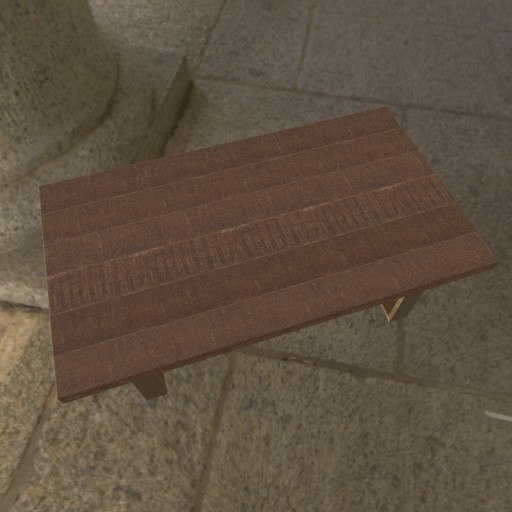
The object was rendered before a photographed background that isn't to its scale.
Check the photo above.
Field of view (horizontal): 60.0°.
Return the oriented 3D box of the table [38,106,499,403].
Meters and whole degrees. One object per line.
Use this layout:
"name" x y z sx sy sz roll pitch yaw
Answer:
"table" 0.000 0.000 1.707 1.400 0.440 0.800 -16 59 -10
